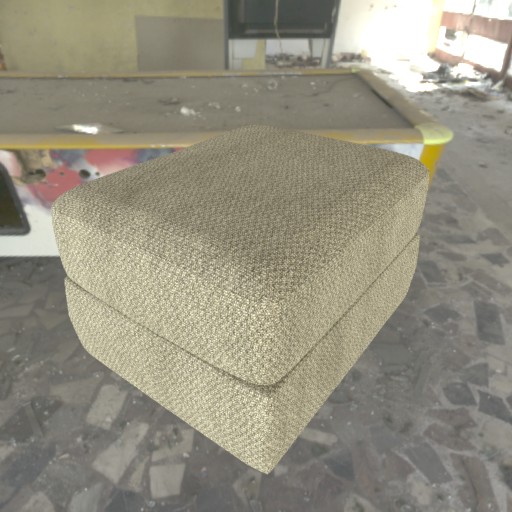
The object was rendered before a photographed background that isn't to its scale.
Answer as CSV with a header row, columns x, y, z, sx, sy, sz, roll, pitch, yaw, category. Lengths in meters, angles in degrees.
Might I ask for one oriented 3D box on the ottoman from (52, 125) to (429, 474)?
x,y,z,sx,sy,sz,roll,pitch,yaw,category
0.000,0.000,1.112,0.603,0.476,0.751,21,38,31,ottoman
